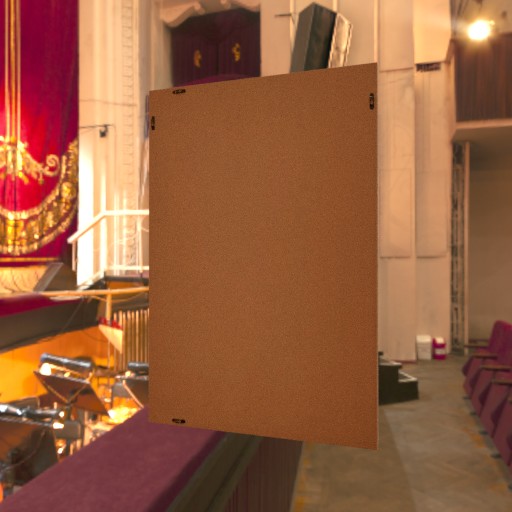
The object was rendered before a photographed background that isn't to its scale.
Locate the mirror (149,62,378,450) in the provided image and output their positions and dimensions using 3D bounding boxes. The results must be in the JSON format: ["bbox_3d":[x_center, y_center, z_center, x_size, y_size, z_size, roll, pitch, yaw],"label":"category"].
[{"bbox_3d":[0.000,0.000,1.149,0.609,0.915,0.041,0,0,17],"label":"mirror"}]
